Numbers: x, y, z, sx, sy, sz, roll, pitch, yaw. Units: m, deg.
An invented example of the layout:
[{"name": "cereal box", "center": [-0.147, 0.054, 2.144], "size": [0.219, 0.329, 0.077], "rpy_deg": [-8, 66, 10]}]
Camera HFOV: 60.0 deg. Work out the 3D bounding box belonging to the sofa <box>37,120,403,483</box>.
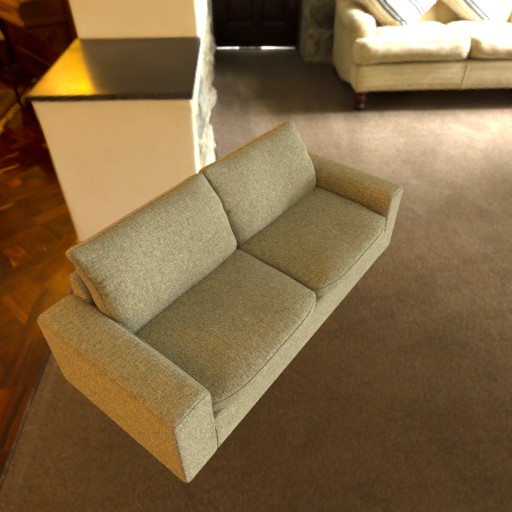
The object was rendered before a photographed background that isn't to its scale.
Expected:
[{"name": "sofa", "center": [0.000, 0.000, 2.746], "size": [1.040, 0.922, 2.299], "rpy_deg": [27, 48, 27]}]
